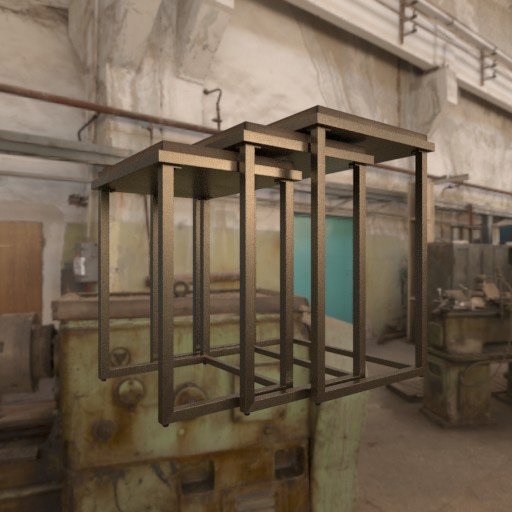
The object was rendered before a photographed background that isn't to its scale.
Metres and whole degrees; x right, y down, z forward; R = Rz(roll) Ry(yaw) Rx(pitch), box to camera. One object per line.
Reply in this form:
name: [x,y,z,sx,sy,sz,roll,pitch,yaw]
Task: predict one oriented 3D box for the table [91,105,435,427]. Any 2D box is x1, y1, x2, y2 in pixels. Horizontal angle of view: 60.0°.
table: [0.000,0.000,1.131,0.706,0.610,0.559,0,0,-36]
